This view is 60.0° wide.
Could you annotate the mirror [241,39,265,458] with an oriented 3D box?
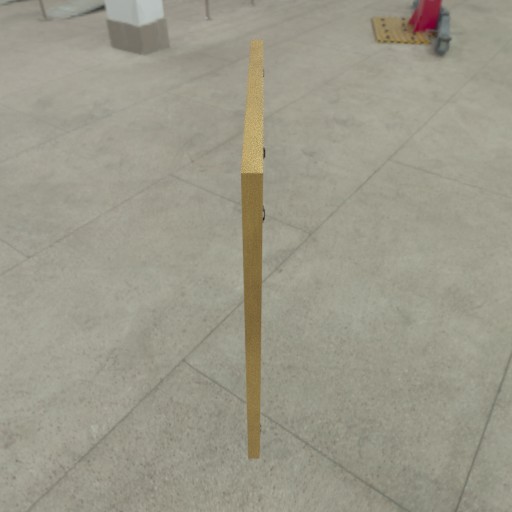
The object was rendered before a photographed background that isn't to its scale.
[{"bbox_3d":[0.000,0.000,1.341,0.041,1.016,0.762,0,41,1],"label":"mirror"}]
